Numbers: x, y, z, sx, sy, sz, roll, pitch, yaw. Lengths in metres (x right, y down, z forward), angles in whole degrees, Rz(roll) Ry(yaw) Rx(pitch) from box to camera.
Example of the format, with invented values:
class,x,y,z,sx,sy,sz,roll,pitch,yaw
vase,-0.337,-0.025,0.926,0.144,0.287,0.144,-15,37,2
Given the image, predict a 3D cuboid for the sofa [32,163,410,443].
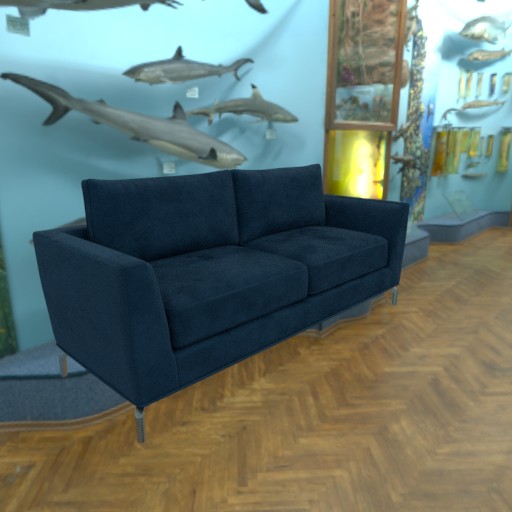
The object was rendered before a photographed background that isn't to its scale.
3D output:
class,x,y,z,sx,sy,sz,roll,pitch,yaw
sofa,0.000,0.000,2.648,0.853,0.998,2.212,14,20,42
